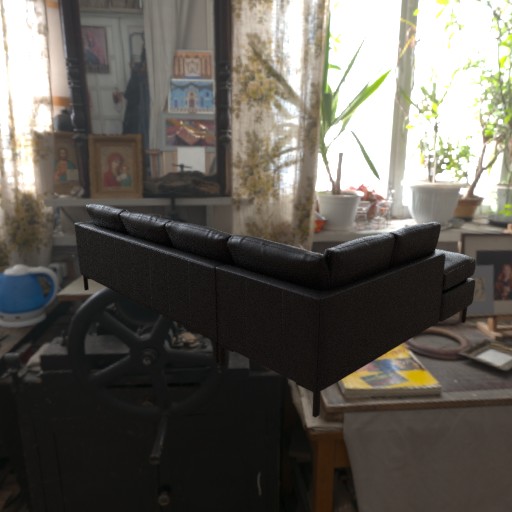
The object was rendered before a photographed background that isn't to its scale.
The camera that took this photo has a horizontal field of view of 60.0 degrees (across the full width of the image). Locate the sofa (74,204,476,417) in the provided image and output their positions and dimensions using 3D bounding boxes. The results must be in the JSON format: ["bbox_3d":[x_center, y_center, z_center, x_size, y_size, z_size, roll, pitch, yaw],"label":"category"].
[{"bbox_3d":[0.000,0.000,3.848,1.938,0.877,2.984,-13,19,-42],"label":"sofa"}]
